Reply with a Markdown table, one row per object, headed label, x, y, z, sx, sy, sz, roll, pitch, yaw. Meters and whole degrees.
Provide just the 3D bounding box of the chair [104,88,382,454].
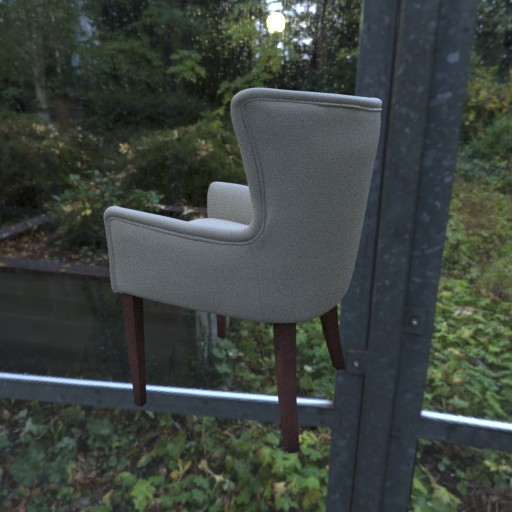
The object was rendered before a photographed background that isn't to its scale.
| label | x | y | z | sx | sy | sz | roll | pitch | yaw |
| --- | --- | --- | --- | --- | --- | --- | --- | --- | --- |
| chair | 0.000 | 0.000 | 1.394 | 0.686 | 0.952 | 0.660 | 8 | 19 | 25 |
